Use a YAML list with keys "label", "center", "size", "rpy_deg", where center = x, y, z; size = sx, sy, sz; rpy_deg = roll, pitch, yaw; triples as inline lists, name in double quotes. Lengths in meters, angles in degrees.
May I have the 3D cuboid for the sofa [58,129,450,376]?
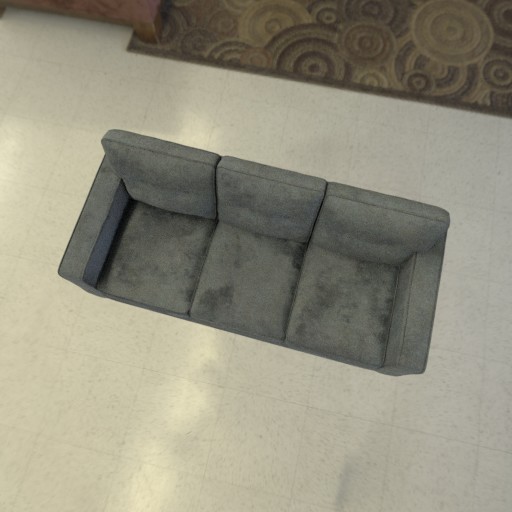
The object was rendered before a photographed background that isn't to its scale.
- label: "sofa"
  center: [0.000, 0.000, 2.722]
  size: [2.133, 0.965, 0.939]
  rpy_deg: [14, 74, 4]
